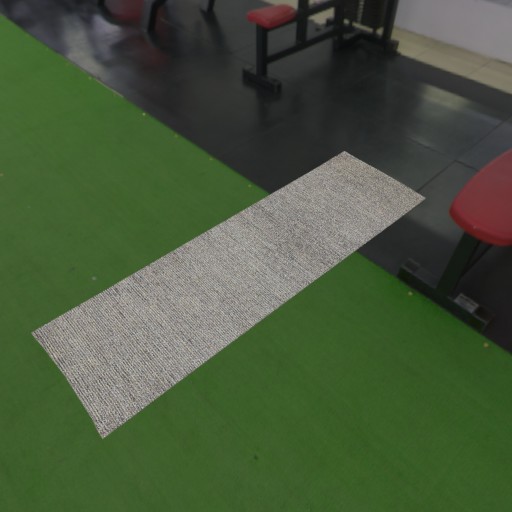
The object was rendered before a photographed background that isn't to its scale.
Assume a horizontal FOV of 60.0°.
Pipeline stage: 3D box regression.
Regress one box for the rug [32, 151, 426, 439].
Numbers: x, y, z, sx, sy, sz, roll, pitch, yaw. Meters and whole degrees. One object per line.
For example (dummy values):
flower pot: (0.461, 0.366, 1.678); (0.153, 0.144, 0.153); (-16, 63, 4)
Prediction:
rug: (0.000, 0.000, 2.525); (2.335, 0.013, 0.697); (-33, 56, -26)
